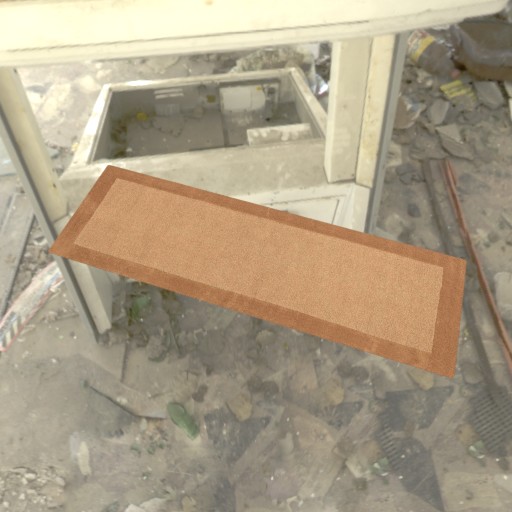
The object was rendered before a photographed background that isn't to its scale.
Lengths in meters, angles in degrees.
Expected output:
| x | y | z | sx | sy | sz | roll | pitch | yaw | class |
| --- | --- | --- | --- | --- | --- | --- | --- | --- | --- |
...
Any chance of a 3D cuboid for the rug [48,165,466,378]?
| x | y | z | sx | sy | sz | roll | pitch | yaw | class |
| --- | --- | --- | --- | --- | --- | --- | --- | --- | --- |
| 0.000 | 0.000 | 2.704 | 2.439 | 0.017 | 0.764 | 16 | 60 | 10 | rug |
